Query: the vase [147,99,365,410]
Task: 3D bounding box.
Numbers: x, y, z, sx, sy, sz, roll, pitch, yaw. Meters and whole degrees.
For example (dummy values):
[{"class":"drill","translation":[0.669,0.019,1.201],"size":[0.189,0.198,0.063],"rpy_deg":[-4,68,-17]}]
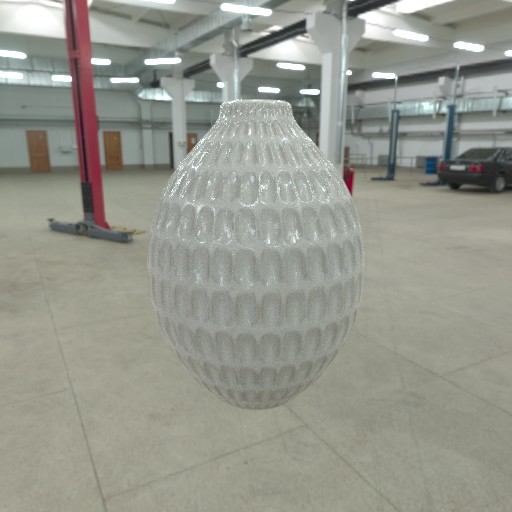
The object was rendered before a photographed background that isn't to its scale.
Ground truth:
[{"class":"vase","translation":[0.000,0.000,0.339],"size":[0.162,0.223,0.162],"rpy_deg":[0,14,0]}]
